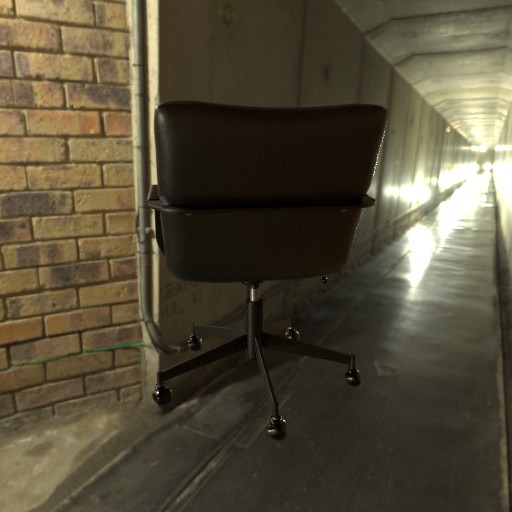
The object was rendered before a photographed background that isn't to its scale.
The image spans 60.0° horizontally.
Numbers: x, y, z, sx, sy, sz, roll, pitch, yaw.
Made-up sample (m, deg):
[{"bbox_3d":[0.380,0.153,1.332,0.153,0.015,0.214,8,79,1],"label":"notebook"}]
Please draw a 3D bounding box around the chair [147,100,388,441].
[{"bbox_3d":[0.000,0.000,1.493,0.719,0.922,0.748,-2,14,-10],"label":"chair"}]
